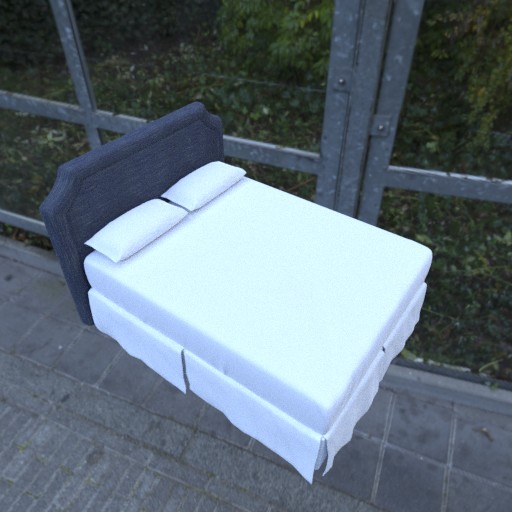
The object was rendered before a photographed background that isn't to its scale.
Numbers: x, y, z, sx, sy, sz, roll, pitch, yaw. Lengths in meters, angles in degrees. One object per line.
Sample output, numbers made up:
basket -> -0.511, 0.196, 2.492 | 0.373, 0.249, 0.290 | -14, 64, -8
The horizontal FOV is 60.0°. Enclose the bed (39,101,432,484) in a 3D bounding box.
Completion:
bed -> 0.000, 0.000, 3.056 | 2.116, 1.290, 1.693 | 25, 47, 26
